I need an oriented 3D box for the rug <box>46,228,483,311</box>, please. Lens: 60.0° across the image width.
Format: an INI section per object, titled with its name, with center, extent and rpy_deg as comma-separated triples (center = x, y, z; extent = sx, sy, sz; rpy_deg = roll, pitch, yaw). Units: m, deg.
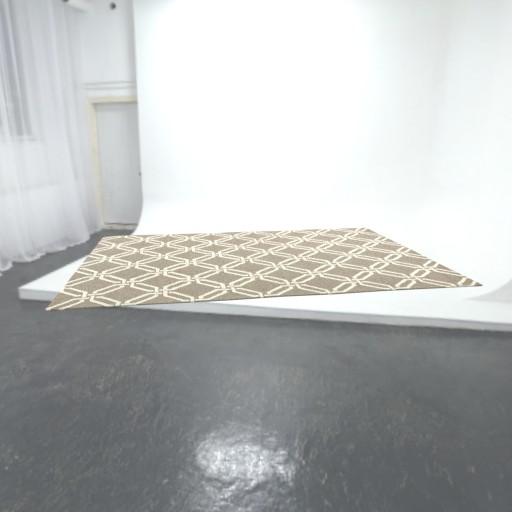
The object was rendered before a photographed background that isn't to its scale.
[rug]
center = 0.000, 0.000, 4.559
extent = 3.419, 0.020, 2.441
rpy_deg = -2, 15, -9
